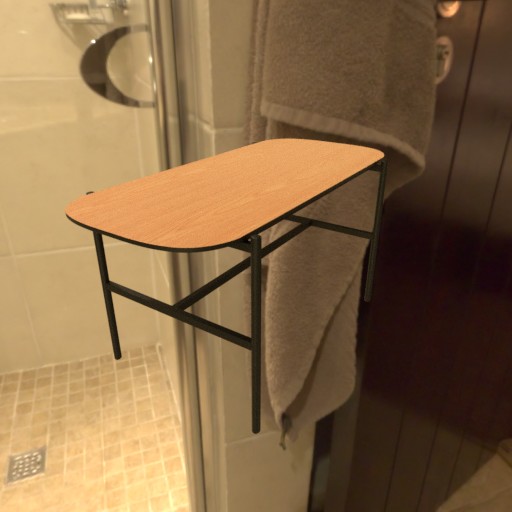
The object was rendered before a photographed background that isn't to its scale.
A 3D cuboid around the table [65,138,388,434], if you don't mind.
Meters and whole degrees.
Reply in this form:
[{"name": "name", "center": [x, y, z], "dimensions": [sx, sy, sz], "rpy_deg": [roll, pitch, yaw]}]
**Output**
[{"name": "table", "center": [0.000, 0.000, 1.055], "dimensions": [0.400, 0.400, 0.800], "rpy_deg": [16, 30, 30]}]
